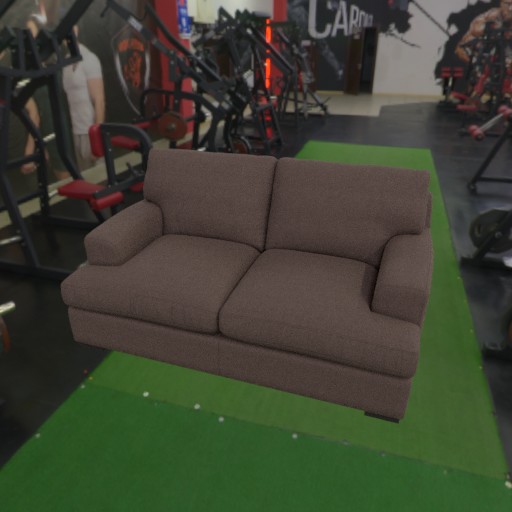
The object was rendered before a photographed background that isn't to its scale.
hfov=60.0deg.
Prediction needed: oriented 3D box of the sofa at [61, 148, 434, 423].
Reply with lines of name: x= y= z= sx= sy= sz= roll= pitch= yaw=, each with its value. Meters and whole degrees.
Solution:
sofa: x=0.000 y=0.000 z=2.509 sx=1.869 sy=0.950 sz=1.140 roll=9 pitch=27 yaw=17
